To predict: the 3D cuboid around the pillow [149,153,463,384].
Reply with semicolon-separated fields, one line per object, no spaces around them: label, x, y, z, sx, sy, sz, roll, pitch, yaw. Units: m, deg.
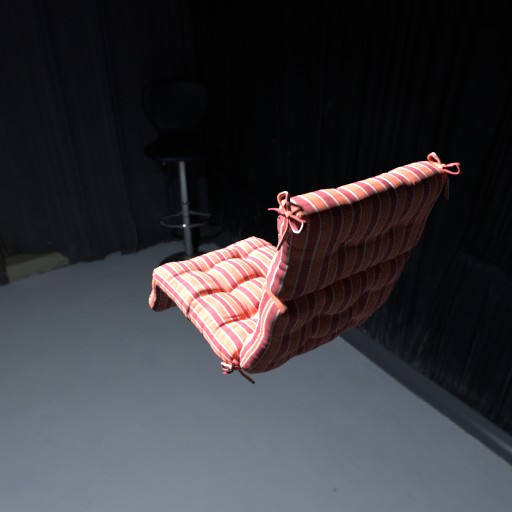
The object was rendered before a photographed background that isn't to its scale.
pillow;0.000;0.000;1.494;0.526;0.863;1.016;-19;36;-29
